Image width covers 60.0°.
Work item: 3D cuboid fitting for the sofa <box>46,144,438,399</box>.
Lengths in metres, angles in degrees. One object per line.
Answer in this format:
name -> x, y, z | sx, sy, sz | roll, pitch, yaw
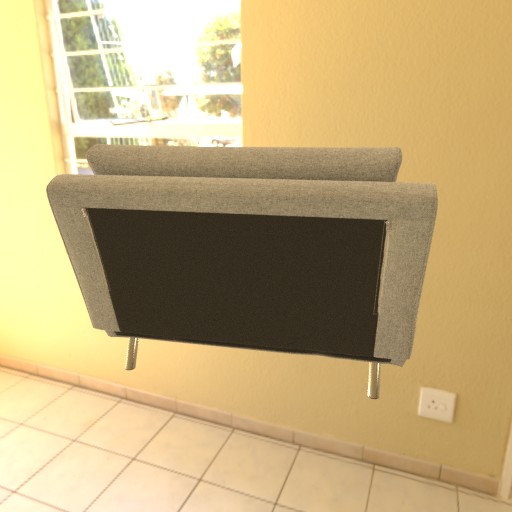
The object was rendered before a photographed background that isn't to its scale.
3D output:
sofa -> 0.000, 0.000, 1.832 | 1.220, 0.910, 0.910 | 3, 17, 11
